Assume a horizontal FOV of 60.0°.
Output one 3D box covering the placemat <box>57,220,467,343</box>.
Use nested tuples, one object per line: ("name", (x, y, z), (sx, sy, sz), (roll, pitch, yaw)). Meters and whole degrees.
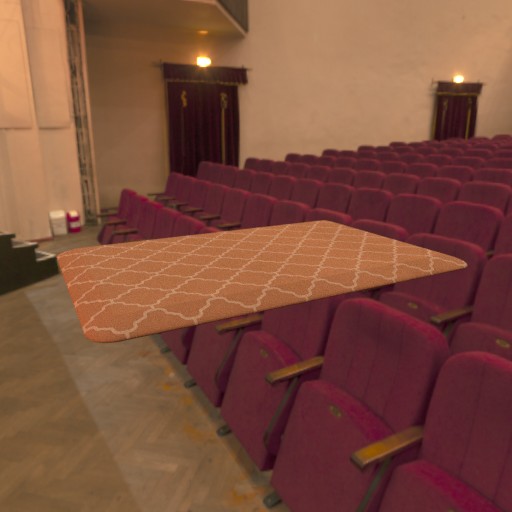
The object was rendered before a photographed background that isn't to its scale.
("placemat", (0.000, 0.000, 0.961), (0.762, 0.021, 0.508), (-8, 18, -27))
